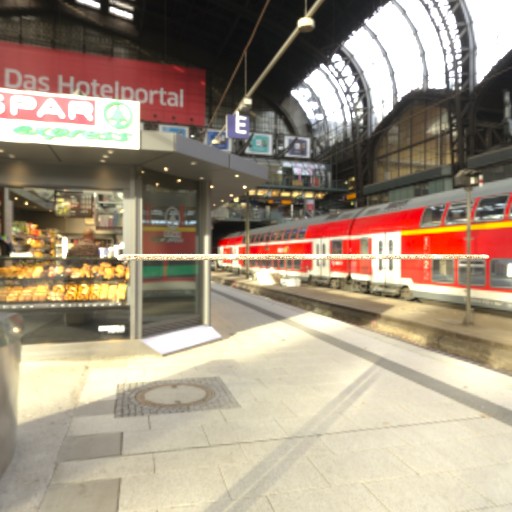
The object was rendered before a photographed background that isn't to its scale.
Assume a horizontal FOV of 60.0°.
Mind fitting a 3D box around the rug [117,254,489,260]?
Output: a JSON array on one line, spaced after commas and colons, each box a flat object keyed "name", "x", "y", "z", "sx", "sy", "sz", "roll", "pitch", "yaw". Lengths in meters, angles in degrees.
[{"name": "rug", "x": 0.000, "y": 0.000, "z": 4.134, "sx": 2.438, "sy": 0.029, "sz": 3.047, "roll": 0, "pitch": 0, "yaw": -17}]
